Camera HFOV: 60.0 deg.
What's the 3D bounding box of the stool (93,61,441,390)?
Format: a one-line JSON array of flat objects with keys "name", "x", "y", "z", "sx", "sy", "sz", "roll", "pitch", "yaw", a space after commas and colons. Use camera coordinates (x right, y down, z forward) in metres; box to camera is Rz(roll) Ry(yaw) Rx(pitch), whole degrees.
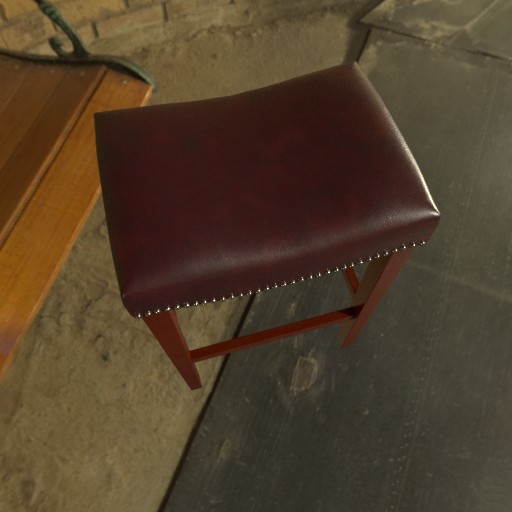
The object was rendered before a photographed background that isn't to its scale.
[{"name": "stool", "x": 0.000, "y": 0.000, "z": 1.028, "sx": 0.504, "sy": 0.742, "sz": 0.372, "roll": -14, "pitch": 64, "yaw": -7}]
